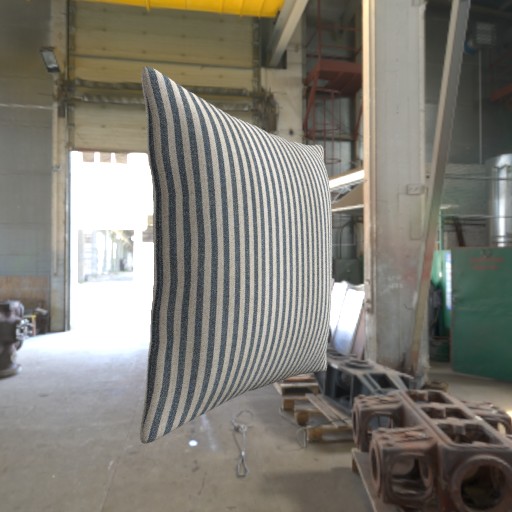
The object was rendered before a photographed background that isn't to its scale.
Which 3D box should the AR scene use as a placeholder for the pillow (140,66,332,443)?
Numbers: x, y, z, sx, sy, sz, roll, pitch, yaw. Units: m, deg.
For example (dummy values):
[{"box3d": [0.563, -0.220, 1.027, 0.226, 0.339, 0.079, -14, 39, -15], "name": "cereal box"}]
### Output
[{"box3d": [0.000, 0.000, 0.797, 0.166, 0.510, 0.523, -1, -1, 36], "name": "pillow"}]
